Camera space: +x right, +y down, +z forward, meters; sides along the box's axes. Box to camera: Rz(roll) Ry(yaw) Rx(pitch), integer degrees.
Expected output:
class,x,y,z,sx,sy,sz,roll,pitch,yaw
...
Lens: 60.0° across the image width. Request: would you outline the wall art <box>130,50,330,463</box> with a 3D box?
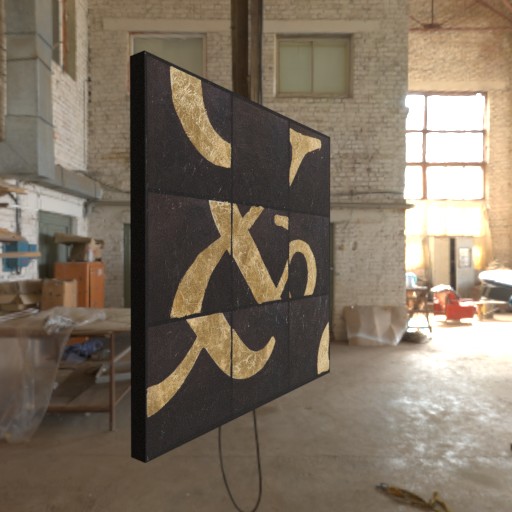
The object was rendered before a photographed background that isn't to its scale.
class,x,y,z,sx,sy,sz,roll,pitch,yaw
wall art,0.000,0.000,1.133,0.044,0.758,0.758,0,1,36
